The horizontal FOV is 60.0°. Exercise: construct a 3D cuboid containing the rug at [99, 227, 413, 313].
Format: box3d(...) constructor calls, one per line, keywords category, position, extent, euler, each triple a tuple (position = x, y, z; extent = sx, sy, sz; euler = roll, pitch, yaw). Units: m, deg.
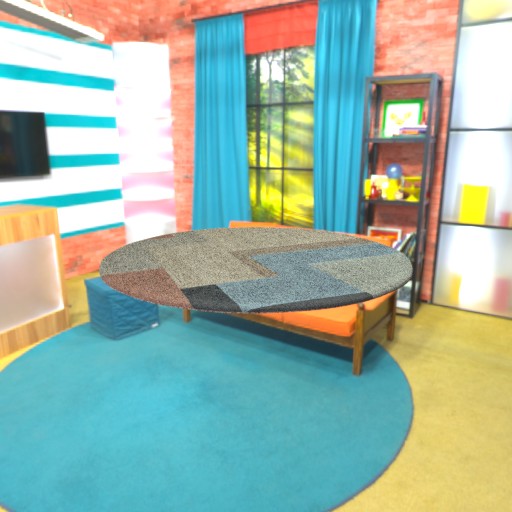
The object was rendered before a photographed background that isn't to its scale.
box3d(category="rug", position=(0.000, 0.000, 3.657), extent=(2.461, 0.033, 2.461), euler=(0, 15, 0))
